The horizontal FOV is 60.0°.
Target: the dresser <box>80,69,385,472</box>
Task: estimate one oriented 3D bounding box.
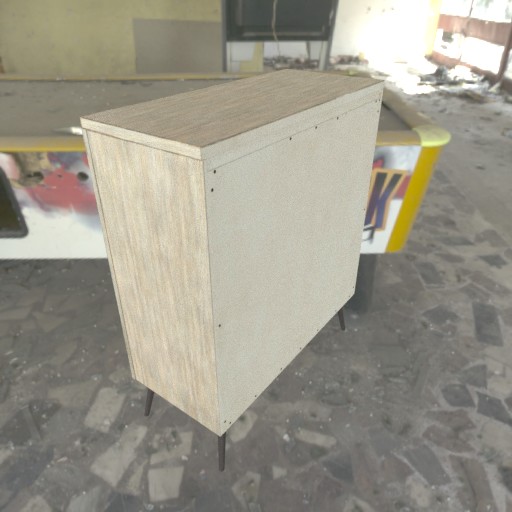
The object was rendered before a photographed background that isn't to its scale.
[{"bbox_3d":[0.000,0.000,1.753,0.457,1.219,1.016,21,37,31],"label":"dresser"}]
